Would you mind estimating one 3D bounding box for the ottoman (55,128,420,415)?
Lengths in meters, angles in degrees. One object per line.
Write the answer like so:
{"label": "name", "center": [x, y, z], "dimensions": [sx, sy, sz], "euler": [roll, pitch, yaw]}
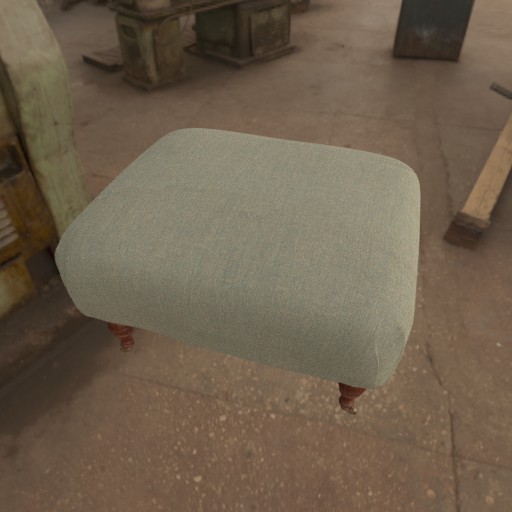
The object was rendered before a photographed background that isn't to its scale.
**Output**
{"label": "ottoman", "center": [0.000, 0.000, 1.129], "dimensions": [0.747, 0.450, 0.622], "euler": [11, 42, 13]}
